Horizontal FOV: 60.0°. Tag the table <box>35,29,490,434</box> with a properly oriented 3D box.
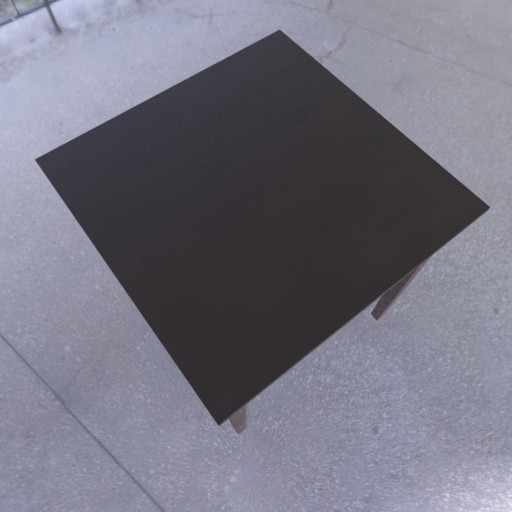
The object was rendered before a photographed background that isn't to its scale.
[{"bbox_3d":[0.000,0.000,1.367,0.749,0.770,0.749,-35,69,-16],"label":"table"}]
